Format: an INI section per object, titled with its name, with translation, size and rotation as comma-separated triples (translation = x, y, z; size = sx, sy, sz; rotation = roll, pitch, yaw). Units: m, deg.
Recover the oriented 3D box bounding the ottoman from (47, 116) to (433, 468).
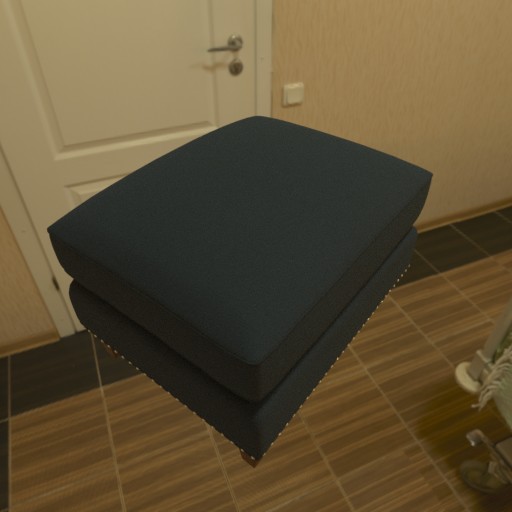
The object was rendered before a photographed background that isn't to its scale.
[ottoman]
translation = 0.000, 0.000, 1.132
size = 0.584, 0.513, 0.741
rotation = 27, 48, 28
